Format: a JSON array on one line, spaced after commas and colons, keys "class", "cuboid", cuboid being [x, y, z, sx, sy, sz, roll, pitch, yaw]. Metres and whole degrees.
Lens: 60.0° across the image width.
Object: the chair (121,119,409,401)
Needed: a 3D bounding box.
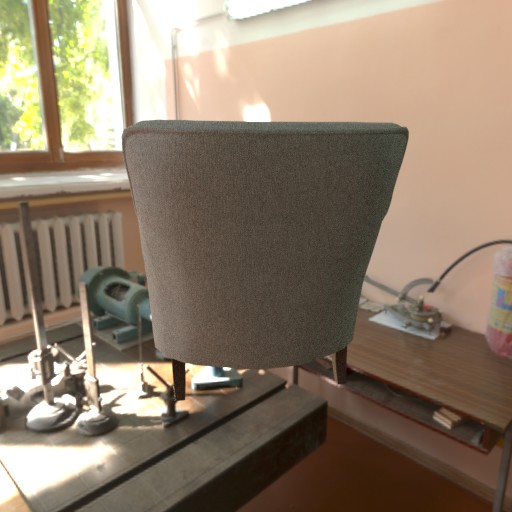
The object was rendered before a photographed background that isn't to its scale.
[{"class": "chair", "cuboid": [0.000, 0.000, 1.592, 0.820, 0.920, 0.910, -3, 15, -10]}]
